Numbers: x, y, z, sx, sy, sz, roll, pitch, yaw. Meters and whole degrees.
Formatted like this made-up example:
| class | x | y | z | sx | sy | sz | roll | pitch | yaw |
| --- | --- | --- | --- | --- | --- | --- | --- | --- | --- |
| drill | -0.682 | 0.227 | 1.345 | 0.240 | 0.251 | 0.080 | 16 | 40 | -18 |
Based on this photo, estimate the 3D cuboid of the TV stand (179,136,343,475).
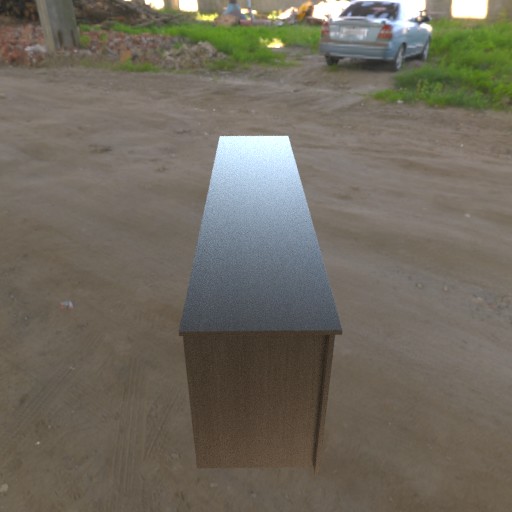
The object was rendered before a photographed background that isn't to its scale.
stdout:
| class | x | y | z | sx | sy | sz | roll | pitch | yaw |
| --- | --- | --- | --- | --- | --- | --- | --- | --- | --- |
| TV stand | 0.000 | 0.000 | 2.019 | 0.406 | 0.610 | 1.778 | 0 | 30 | -1 |
